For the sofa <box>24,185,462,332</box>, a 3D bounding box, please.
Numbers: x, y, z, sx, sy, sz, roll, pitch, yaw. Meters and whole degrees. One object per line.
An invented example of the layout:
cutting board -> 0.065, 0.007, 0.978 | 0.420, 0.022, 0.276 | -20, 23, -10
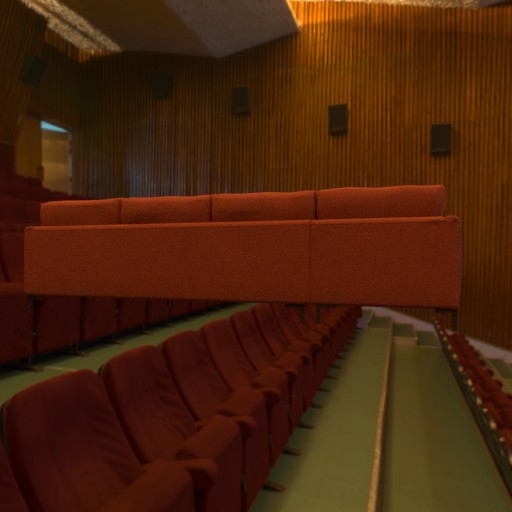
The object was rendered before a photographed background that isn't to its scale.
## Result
sofa -> 0.000, 0.000, 3.454 | 2.736, 0.757, 1.879 | 0, 0, 17
